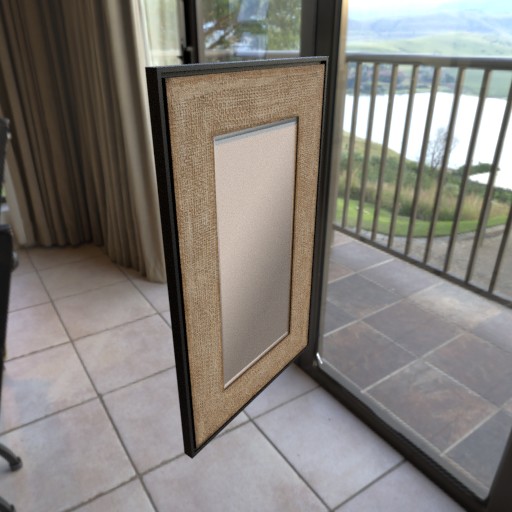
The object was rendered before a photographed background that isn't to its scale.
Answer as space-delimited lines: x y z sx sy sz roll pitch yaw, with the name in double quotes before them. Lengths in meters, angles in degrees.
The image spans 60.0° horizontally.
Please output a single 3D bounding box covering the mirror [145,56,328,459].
"mirror" 0.000 0.000 1.510 0.038 1.219 0.762 19 32 33
